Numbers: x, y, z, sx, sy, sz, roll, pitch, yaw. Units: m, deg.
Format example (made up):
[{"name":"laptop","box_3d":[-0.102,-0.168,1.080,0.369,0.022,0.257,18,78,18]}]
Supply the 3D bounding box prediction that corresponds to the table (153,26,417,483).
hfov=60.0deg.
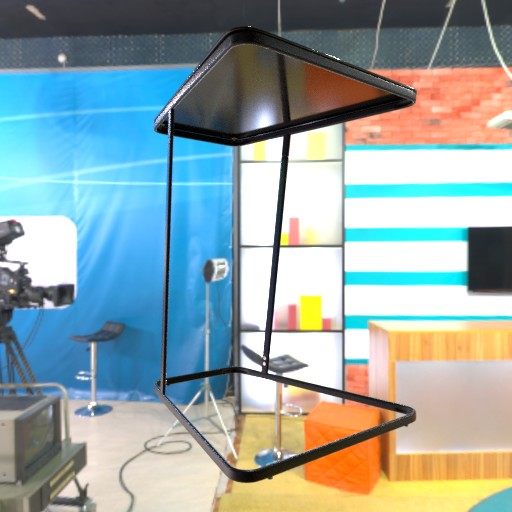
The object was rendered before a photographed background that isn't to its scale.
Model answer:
[{"name":"table","box_3d":[0.000,0.000,0.914,0.427,0.624,0.500,0,0,-37]}]
